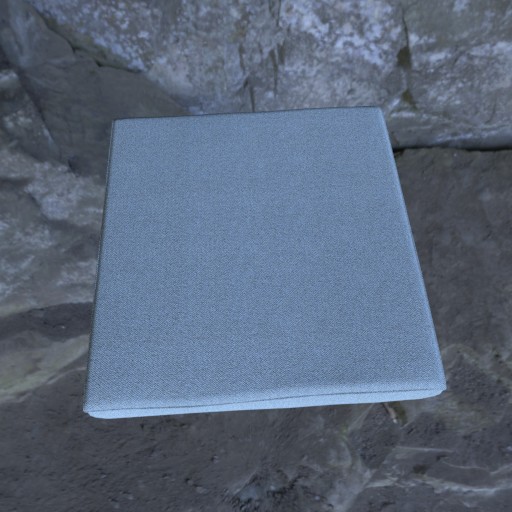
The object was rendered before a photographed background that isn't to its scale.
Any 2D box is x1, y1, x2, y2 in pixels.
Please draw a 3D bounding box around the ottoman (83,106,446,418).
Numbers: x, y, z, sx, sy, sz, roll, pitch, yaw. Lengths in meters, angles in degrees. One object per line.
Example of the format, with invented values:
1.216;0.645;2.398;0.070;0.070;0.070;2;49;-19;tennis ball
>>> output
0.000;0.000;1.508;0.968;0.379;1.004;-3;64;-1;ottoman
